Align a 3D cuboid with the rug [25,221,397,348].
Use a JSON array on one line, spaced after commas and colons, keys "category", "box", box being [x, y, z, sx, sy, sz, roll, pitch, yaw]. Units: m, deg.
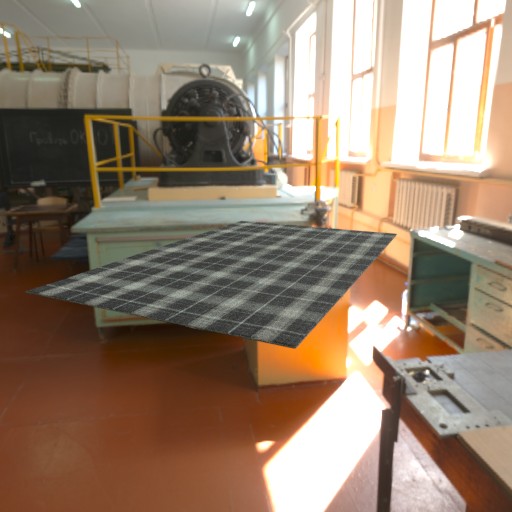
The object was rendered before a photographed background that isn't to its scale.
[{"category": "rug", "box": [0.000, 0.000, 3.058, 1.520, 0.015, 2.434, 7, 16, 25]}]
